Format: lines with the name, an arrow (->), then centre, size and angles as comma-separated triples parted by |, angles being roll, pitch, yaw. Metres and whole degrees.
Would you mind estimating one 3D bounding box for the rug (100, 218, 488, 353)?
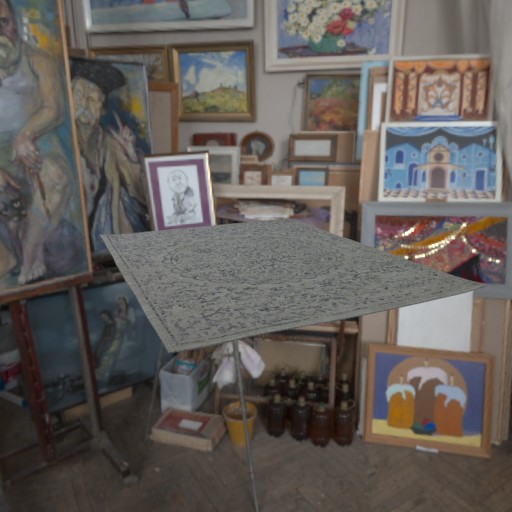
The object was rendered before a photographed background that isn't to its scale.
rug -> 0.000, 0.000, 3.971 | 2.343, 0.026, 2.925 | -7, 17, -24
